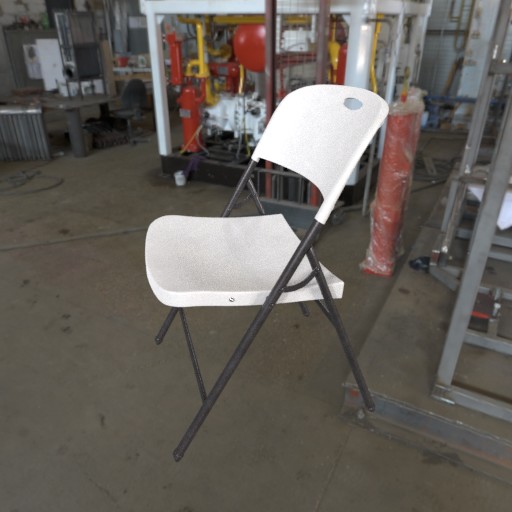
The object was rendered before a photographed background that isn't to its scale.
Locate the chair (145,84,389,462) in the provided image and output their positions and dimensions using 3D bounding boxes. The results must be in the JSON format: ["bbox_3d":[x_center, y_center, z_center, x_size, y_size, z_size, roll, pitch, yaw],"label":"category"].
[{"bbox_3d":[0.000,0.000,1.170,0.566,0.810,0.494,-8,29,-15],"label":"chair"}]
